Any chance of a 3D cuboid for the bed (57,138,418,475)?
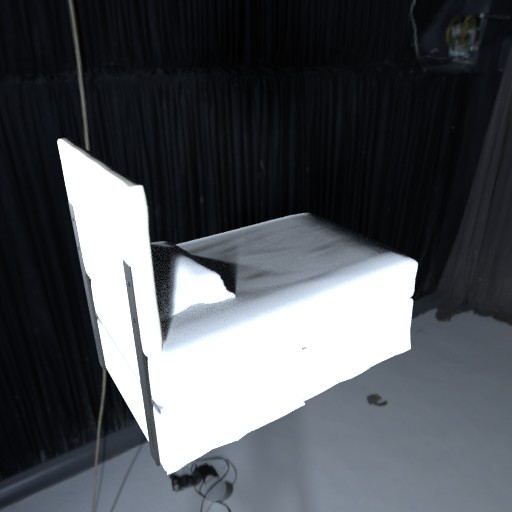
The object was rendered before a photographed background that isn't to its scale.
[{"bbox_3d":[0.000,0.000,2.928,1.997,1.571,1.261,-17,30,-31],"label":"bed"}]
